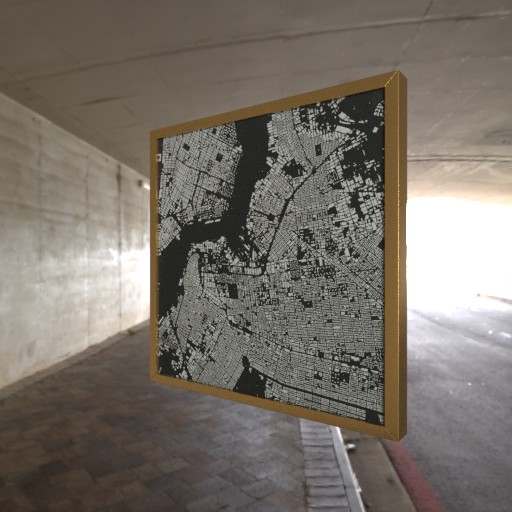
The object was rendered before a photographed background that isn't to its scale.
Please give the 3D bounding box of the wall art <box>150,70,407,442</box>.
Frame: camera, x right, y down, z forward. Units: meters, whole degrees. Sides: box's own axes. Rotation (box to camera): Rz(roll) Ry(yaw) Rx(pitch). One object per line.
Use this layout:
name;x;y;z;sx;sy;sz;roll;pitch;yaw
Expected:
wall art;0.000;0.000;0.462;0.305;0.305;0.023;0;0;36
